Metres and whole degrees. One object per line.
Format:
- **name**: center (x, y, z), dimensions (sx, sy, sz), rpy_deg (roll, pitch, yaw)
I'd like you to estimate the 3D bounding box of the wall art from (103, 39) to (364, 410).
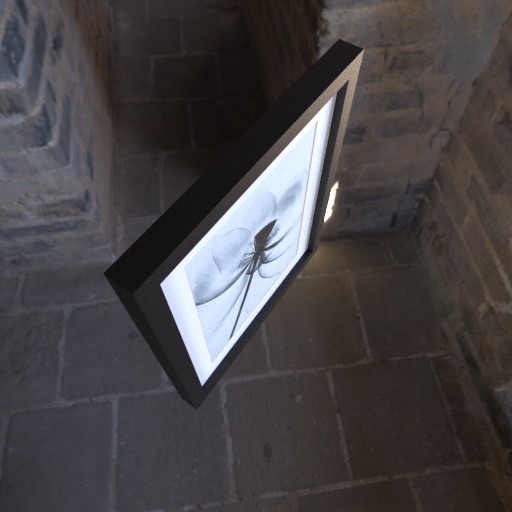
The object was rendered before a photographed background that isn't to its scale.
- **wall art**: center (0.000, 0.000, 0.540), dimensions (0.029, 0.381, 0.330), rpy_deg (32, 64, 17)
